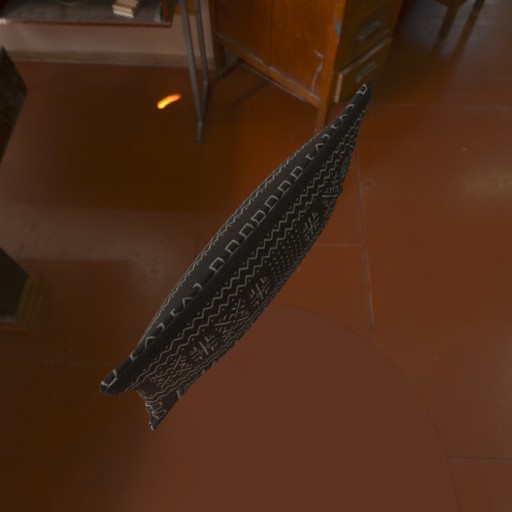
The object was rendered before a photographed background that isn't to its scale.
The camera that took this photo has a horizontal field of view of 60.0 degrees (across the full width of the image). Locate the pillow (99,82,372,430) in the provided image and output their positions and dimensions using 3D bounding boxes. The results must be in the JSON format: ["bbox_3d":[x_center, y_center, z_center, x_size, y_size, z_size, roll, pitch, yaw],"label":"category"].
[{"bbox_3d":[0.000,0.000,0.794,0.135,0.322,0.667,33,67,16],"label":"pillow"}]
